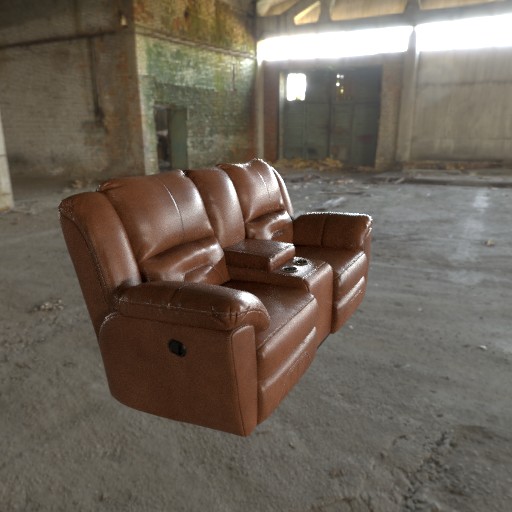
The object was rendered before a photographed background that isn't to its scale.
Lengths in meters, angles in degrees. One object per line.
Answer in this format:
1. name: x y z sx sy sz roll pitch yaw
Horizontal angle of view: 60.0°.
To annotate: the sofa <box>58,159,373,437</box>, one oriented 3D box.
1. sofa: 0.000 0.000 2.660 0.991 1.043 2.058 8 18 27
